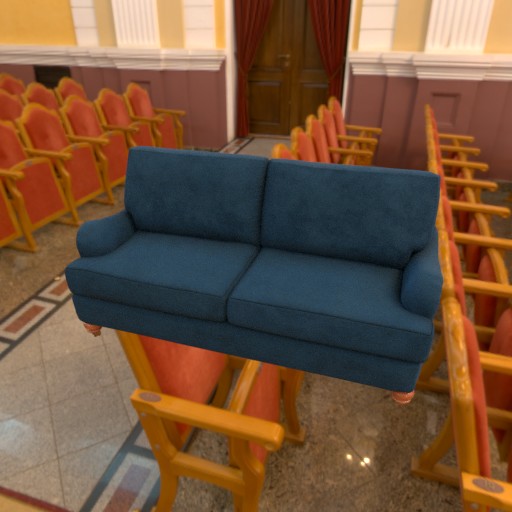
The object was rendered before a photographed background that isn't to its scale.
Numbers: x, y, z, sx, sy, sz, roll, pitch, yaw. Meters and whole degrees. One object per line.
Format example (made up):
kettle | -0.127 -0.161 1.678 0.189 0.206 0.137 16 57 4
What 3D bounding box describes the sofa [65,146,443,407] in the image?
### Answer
sofa | 0.000 0.000 2.781 2.141 1.101 1.084 9 29 16
